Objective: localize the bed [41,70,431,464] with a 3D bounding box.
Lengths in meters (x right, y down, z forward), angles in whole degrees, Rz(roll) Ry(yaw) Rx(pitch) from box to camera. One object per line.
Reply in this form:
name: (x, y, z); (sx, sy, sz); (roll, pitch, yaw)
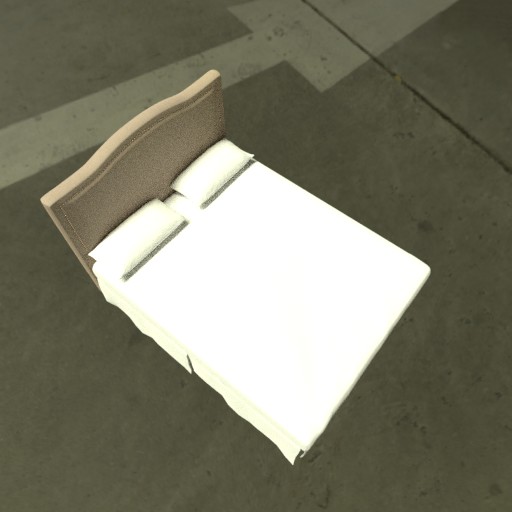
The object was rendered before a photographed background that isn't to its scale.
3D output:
bed: (0.000, 0.000, 3.404); (2.282, 1.436, 1.821); (35, 65, 19)
